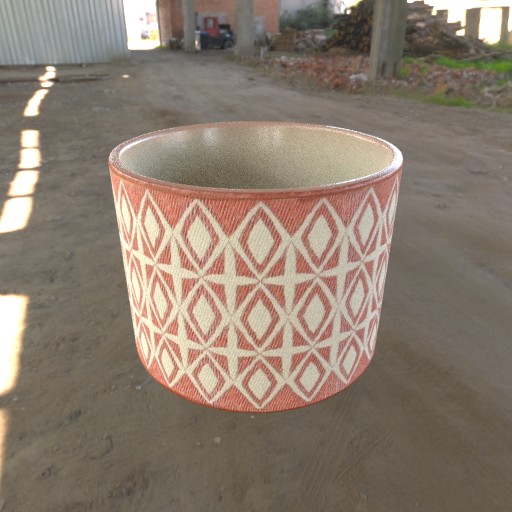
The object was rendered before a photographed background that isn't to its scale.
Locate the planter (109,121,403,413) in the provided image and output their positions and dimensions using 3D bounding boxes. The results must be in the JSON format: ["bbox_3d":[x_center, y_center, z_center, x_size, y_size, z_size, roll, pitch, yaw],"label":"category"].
[{"bbox_3d":[0.000,0.000,0.481,0.273,0.237,0.273,0,27,0],"label":"planter"}]
